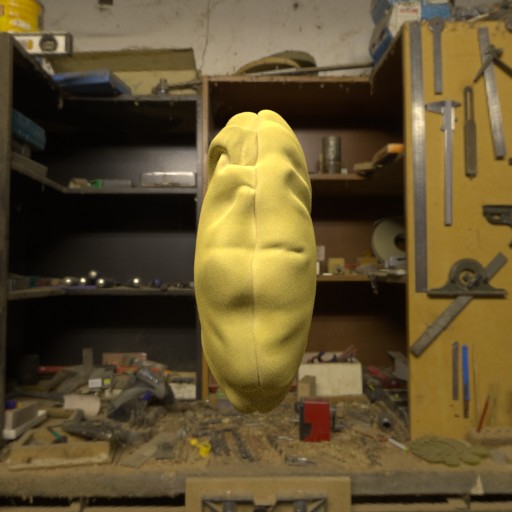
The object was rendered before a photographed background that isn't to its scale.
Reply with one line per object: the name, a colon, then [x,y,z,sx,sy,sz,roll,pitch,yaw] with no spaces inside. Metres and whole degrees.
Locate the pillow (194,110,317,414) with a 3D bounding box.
pillow: [0.000,0.000,0.658,0.148,0.407,0.428,0,-1,0]
